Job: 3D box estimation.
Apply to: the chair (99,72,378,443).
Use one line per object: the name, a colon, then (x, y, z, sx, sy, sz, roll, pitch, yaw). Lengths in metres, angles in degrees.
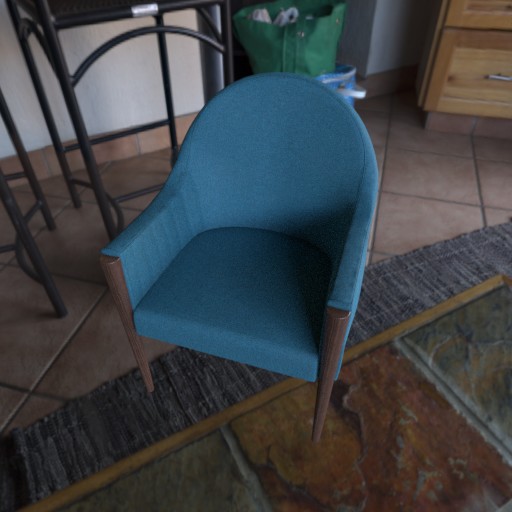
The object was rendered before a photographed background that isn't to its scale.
chair: (0.000, 0.000, 1.372, 0.656, 0.907, 0.652, 12, 42, 13)
